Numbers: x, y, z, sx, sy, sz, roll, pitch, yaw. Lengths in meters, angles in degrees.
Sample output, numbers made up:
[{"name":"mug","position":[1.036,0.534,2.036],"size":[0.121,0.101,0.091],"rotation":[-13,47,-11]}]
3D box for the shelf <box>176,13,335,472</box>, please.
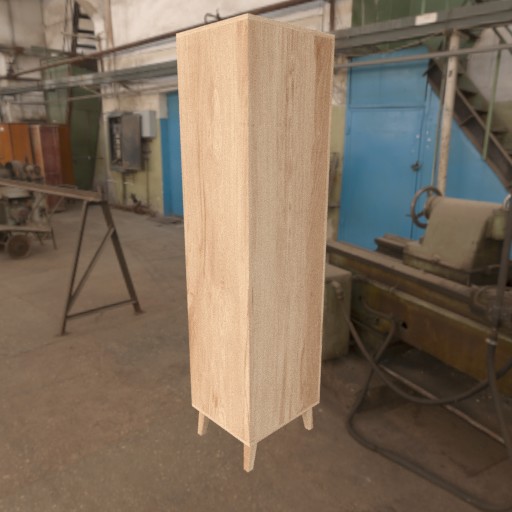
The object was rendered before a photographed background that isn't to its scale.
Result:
[{"name":"shelf","position":[0.000,0.000,2.149],"size":[0.510,1.960,0.450],"rotation":[-14,20,-42]}]
